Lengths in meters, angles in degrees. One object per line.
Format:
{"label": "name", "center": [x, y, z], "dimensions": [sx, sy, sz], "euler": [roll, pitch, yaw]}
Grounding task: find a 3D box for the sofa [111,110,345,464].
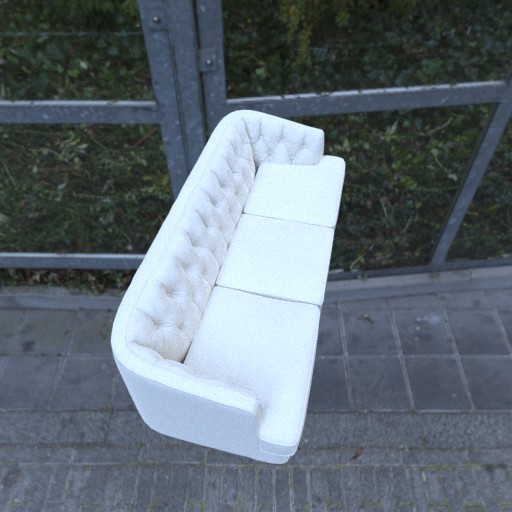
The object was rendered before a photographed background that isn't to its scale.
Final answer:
{"label": "sofa", "center": [0.000, 0.000, 2.824], "dimensions": [0.941, 0.855, 2.278], "euler": [10, 48, 9]}
